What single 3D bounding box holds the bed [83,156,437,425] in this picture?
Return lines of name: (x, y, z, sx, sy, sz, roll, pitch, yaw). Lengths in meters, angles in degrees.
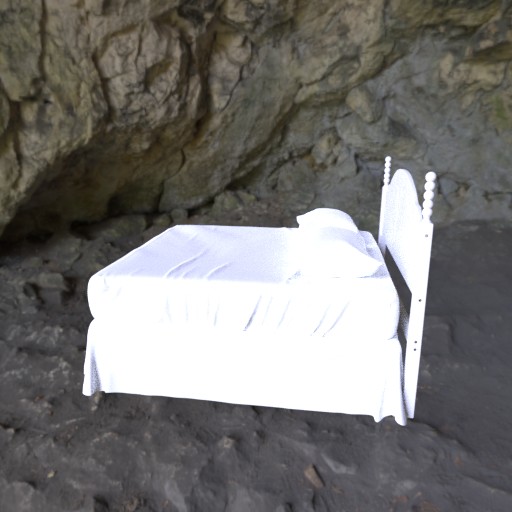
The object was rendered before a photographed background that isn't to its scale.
bed: (0.000, 0.000, 3.223, 2.040, 1.356, 1.873, 2, 15, 9)
